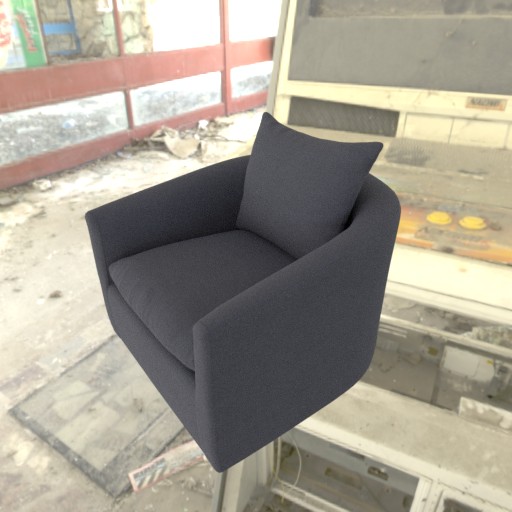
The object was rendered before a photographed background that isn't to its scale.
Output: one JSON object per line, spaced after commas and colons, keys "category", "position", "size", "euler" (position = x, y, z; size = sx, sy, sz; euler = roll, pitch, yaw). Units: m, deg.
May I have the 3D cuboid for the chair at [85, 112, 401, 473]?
{"category": "chair", "position": [0.000, 0.000, 1.583], "size": [0.910, 0.848, 0.845], "euler": [-20, 36, -31]}
